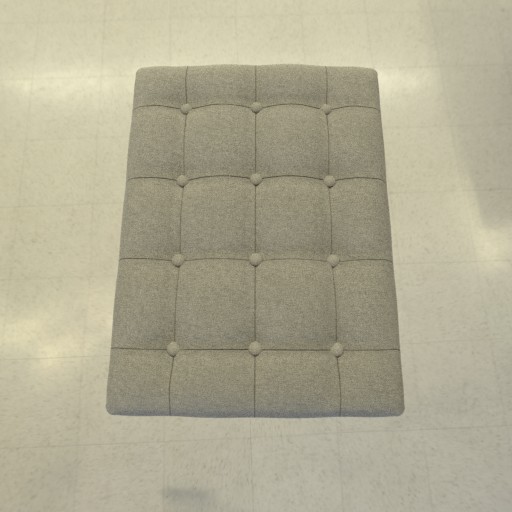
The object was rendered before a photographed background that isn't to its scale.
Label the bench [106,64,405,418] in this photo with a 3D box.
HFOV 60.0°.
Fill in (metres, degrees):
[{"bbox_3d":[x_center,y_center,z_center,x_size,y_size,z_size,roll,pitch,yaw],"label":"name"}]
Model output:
[{"bbox_3d":[0.000,0.000,0.874,0.417,0.469,0.572,0,74,0],"label":"bench"}]
